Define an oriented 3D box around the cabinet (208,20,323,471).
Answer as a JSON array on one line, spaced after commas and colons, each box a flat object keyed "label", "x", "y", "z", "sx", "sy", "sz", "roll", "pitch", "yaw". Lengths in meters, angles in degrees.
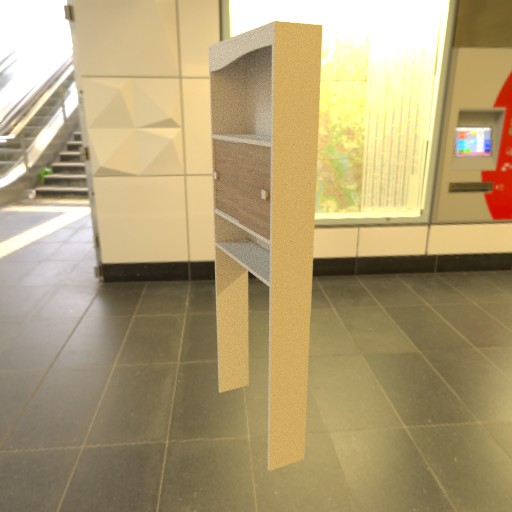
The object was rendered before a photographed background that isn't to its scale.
[{"label": "cabinet", "x": 0.000, "y": 0.000, "z": 1.977, "sx": 0.192, "sy": 1.770, "sz": 0.643, "roll": -8, "pitch": 20, "yaw": -23}]
